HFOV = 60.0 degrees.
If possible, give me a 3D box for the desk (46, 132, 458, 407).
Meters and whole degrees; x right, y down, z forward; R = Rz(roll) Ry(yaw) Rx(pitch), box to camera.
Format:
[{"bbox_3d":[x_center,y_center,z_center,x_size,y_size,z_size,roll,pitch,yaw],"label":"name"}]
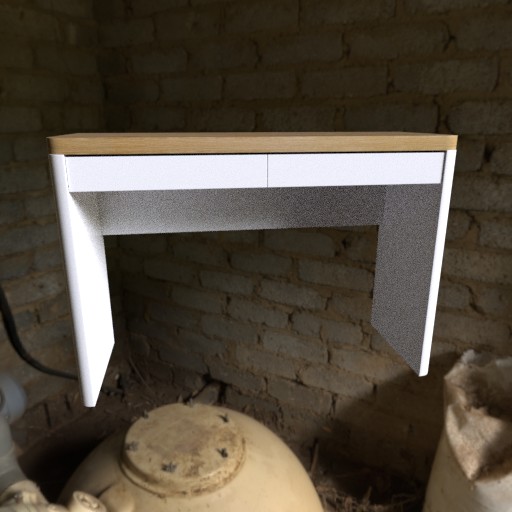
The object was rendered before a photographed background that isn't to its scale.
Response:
[{"bbox_3d":[0.000,0.000,1.435,1.100,0.760,0.390,-3,17,-9],"label":"desk"}]
